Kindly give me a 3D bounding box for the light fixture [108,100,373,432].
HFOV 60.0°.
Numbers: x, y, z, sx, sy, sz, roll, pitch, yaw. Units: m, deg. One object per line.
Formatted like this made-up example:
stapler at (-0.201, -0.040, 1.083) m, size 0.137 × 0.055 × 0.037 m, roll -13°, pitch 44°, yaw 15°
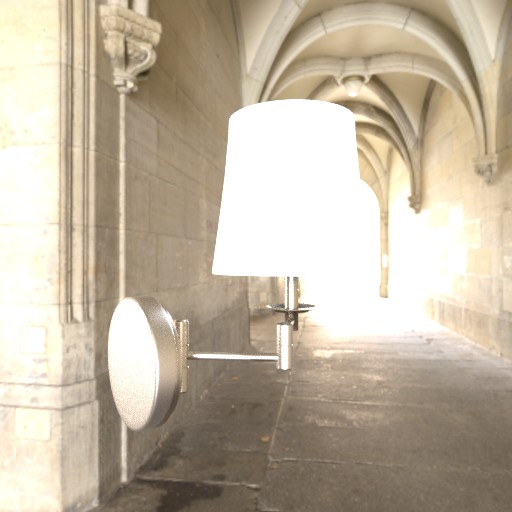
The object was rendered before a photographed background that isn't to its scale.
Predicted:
light fixture at (0.000, 0.000, 0.590) m, size 0.348 × 0.381 × 0.223 m, roll 0°, pitch -1°, yaw -37°
